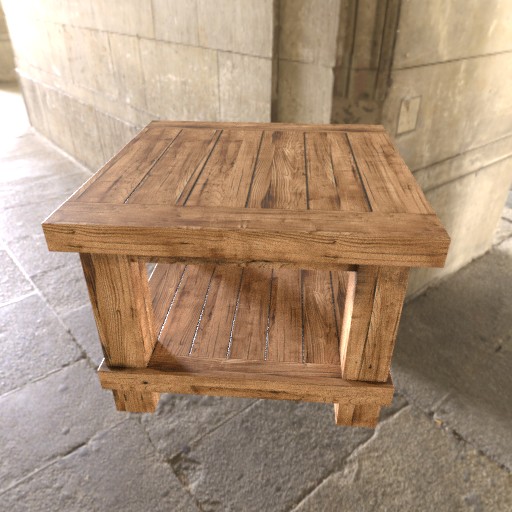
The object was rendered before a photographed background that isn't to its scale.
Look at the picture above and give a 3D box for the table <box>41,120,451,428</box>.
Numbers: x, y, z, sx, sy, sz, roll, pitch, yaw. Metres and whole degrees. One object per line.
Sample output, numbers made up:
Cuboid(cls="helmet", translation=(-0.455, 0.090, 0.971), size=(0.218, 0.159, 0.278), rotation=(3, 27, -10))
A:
Cuboid(cls="table", translation=(0.000, 0.000, 1.033), size=(0.610, 0.457, 0.610), rotation=(2, 31, 4))
